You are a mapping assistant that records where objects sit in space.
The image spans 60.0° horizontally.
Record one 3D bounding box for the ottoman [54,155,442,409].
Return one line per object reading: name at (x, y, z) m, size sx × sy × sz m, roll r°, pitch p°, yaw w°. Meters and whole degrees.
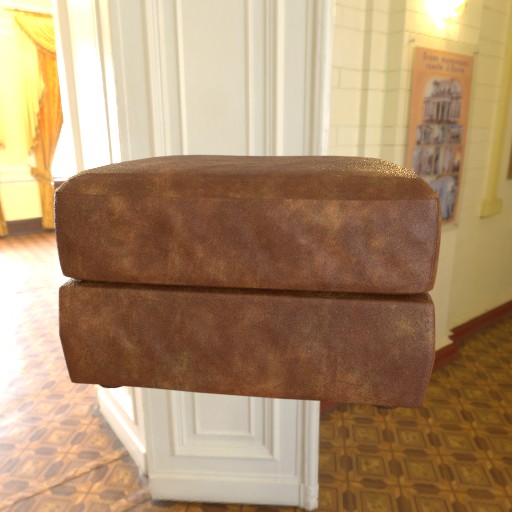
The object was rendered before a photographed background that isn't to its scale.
ottoman at (0.000, 0.000, 1.097) m, size 0.751 × 0.476 × 0.603 m, roll 2°, pitch 16°, yaw 7°
